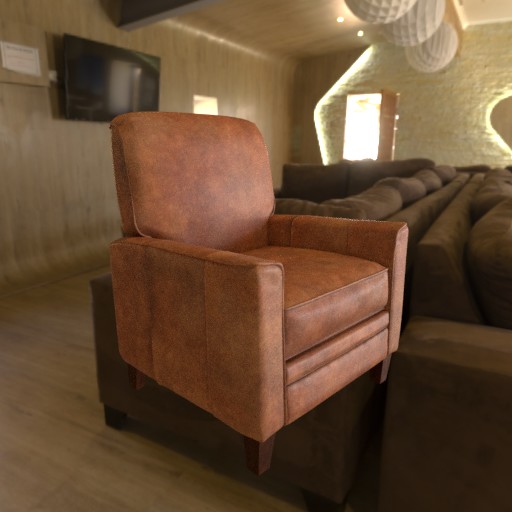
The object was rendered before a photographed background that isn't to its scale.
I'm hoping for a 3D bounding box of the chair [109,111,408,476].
[{"bbox_3d":[0.000,0.000,1.646,0.836,1.043,0.843,13,19,42],"label":"chair"}]
